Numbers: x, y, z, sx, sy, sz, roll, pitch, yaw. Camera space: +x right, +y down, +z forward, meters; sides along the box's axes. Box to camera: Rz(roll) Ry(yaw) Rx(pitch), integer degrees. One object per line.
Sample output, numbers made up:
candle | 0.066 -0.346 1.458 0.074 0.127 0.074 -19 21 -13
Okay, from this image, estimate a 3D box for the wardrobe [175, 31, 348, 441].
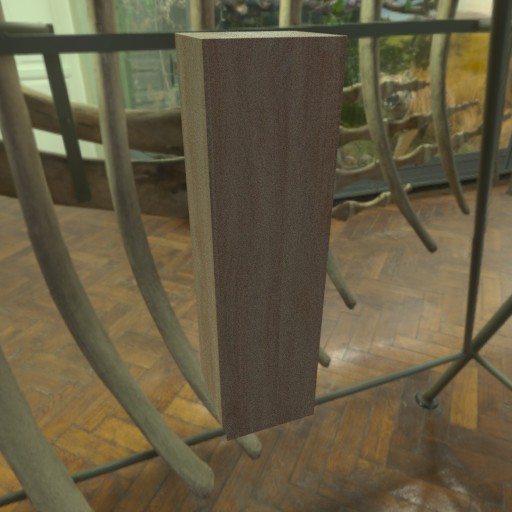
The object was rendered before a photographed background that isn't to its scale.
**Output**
wardrobe | 0.000 0.000 2.364 0.588 2.117 0.496 -10 31 -18
